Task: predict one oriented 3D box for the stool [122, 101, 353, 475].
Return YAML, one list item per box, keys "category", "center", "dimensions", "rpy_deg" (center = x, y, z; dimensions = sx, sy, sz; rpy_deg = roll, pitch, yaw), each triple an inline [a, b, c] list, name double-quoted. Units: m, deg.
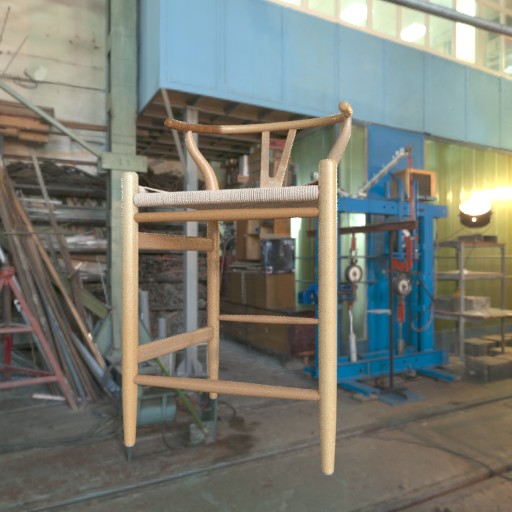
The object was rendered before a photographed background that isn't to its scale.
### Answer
- category: "stool"
  center: [0.000, 0.000, 1.269]
  dimensions: [0.536, 0.923, 0.575]
  rpy_deg: [0, 0, 17]
